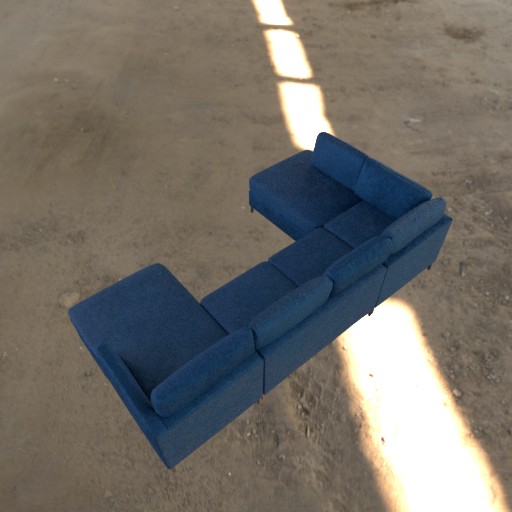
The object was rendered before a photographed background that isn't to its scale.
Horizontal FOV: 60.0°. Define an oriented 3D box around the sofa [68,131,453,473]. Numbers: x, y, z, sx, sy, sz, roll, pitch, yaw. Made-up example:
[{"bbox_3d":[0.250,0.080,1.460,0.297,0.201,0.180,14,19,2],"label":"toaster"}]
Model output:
[{"bbox_3d":[0.000,0.000,4.340,3.434,0.992,2.055,-31,53,-26],"label":"sofa"}]
